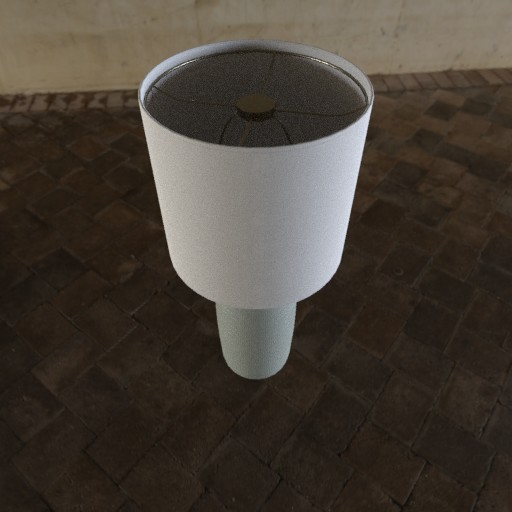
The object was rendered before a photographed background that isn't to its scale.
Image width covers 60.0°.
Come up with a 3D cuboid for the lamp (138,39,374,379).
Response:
[{"bbox_3d":[0.000,0.000,0.593,0.220,0.475,0.220,19,49,17],"label":"lamp"}]
